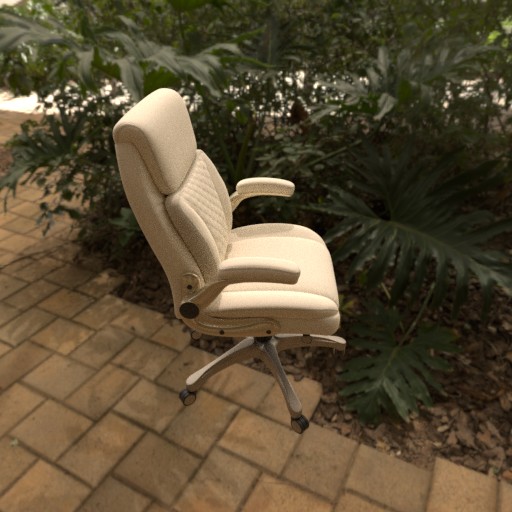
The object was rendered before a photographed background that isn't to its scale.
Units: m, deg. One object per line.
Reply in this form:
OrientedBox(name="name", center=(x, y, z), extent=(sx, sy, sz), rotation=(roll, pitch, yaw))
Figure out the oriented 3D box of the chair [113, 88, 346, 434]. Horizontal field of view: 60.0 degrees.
OrientedBox(name="chair", center=(0.000, 0.000, 1.655), extent=(0.794, 1.110, 0.740), rotation=(0, 31, 0))
